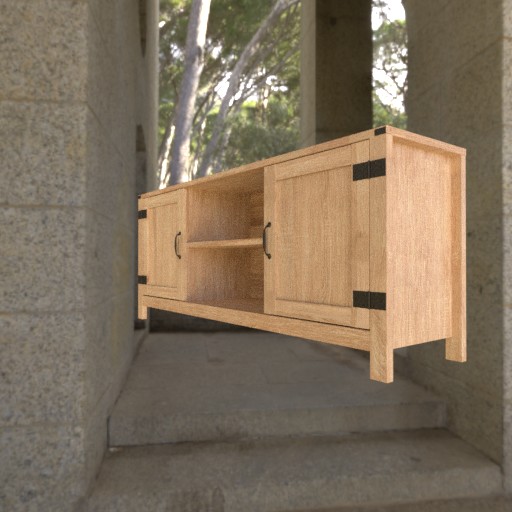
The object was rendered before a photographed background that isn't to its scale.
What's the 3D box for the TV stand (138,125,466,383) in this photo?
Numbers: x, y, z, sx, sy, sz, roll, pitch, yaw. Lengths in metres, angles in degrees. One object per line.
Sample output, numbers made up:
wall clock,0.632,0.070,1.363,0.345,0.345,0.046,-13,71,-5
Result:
TV stand,0.000,0.000,1.732,0.398,0.610,1.466,0,-1,-38
